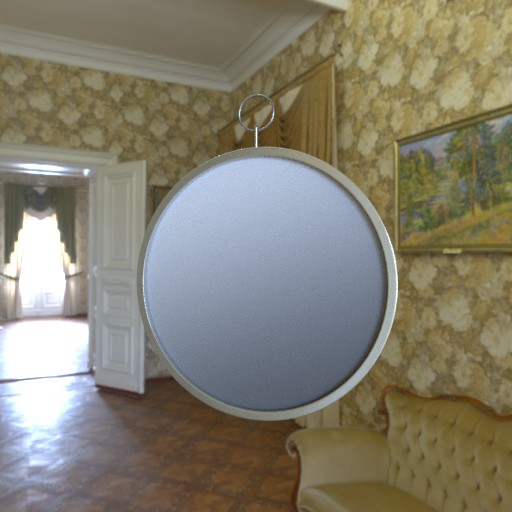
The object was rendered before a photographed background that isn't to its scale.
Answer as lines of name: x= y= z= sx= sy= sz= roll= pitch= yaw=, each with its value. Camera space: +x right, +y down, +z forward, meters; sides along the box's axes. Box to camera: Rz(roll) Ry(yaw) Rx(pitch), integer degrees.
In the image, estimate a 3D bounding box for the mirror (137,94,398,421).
mirror: x=0.000 y=0.000 z=0.975 sx=0.594 sy=0.713 sz=0.020 roll=0 pitch=-1 yaw=18
